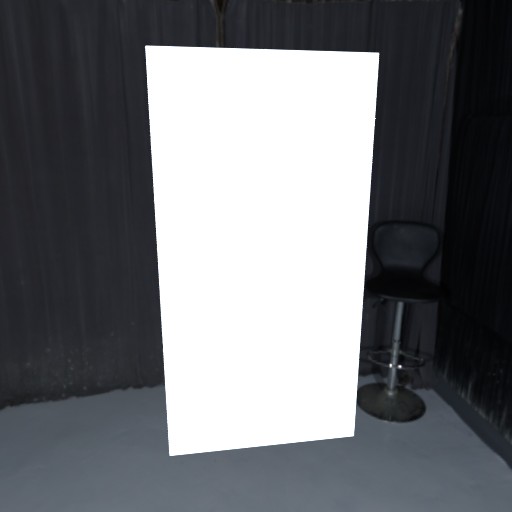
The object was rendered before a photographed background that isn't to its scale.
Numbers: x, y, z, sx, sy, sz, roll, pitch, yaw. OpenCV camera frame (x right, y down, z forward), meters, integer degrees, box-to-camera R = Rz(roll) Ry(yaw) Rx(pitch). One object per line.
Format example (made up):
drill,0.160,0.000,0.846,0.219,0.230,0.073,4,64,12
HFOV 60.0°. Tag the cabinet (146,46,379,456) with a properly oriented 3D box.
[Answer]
cabinet,0.000,0.000,2.357,0.980,1.920,0.580,-2,15,-9
